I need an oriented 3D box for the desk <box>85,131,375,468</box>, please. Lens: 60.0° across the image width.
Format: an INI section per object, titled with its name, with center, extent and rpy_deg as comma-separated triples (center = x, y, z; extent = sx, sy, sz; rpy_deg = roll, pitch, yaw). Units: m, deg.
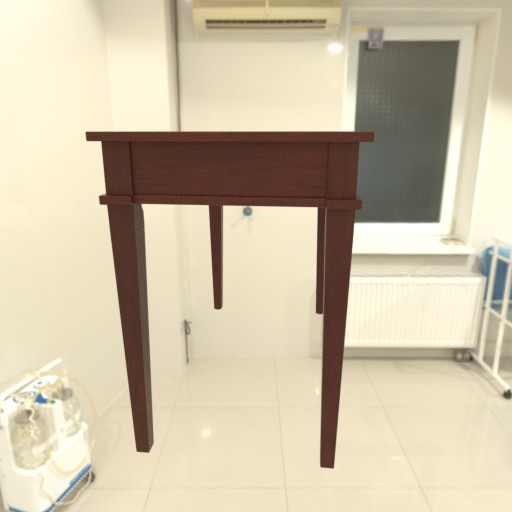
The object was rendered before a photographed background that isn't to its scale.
[desk]
center = 0.000, 0.000, 1.409
extent = 0.549, 0.762, 1.001
rpy_deg = 2, 16, 7
